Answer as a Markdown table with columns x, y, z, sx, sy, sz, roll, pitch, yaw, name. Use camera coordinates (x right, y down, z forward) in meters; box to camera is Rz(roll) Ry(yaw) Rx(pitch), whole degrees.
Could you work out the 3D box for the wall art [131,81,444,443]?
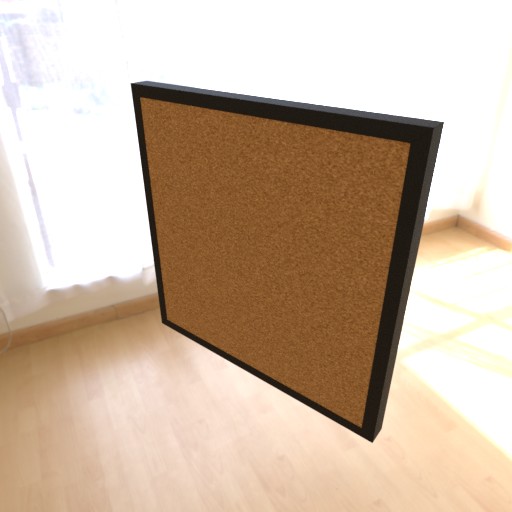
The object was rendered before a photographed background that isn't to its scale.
| x | y | z | sx | sy | sz | roll | pitch | yaw | name |
| --- | --- | --- | --- | --- | --- | --- | --- | --- | --- |
| 0.000 | 0.000 | 0.741 | 0.506 | 0.503 | 0.036 | 21 | 36 | 32 | wall art |
